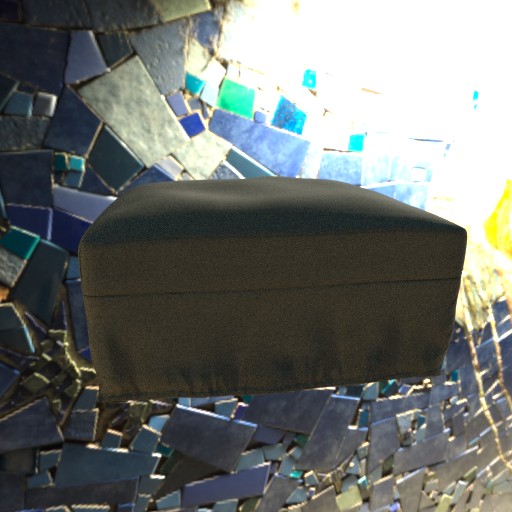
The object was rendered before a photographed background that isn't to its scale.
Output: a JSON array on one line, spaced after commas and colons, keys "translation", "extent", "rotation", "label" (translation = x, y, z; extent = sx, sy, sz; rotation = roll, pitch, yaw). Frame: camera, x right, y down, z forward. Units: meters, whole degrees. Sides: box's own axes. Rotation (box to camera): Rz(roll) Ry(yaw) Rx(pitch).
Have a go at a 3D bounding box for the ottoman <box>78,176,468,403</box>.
[{"translation": [0.000, 0.000, 1.334], "extent": [0.843, 0.436, 0.840], "rotation": [-2, 16, -8], "label": "ottoman"}]
